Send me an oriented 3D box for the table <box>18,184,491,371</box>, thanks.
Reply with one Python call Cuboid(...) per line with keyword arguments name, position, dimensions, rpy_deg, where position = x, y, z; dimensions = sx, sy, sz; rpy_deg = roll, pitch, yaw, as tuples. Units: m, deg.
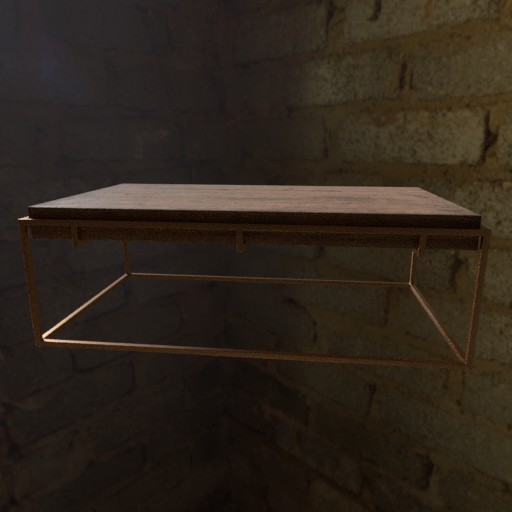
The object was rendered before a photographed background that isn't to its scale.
Cuboid(name="table", position=(0.000, 0.000, 1.712), dimensions=(1.387, 0.468, 0.775), rpy_deg=(2, 15, 6))
